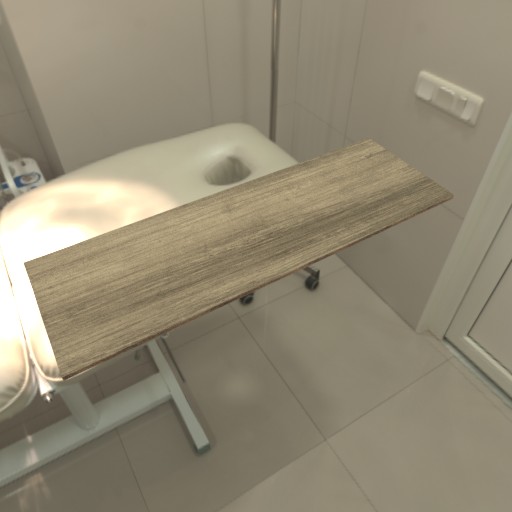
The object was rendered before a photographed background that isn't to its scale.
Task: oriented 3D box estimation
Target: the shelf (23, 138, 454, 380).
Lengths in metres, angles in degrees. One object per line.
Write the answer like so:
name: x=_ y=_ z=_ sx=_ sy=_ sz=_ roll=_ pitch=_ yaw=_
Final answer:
shelf: x=0.000 y=0.000 z=0.690 sx=0.610 sy=0.125 sz=0.200 roll=-24 pitch=50 yaw=-21
